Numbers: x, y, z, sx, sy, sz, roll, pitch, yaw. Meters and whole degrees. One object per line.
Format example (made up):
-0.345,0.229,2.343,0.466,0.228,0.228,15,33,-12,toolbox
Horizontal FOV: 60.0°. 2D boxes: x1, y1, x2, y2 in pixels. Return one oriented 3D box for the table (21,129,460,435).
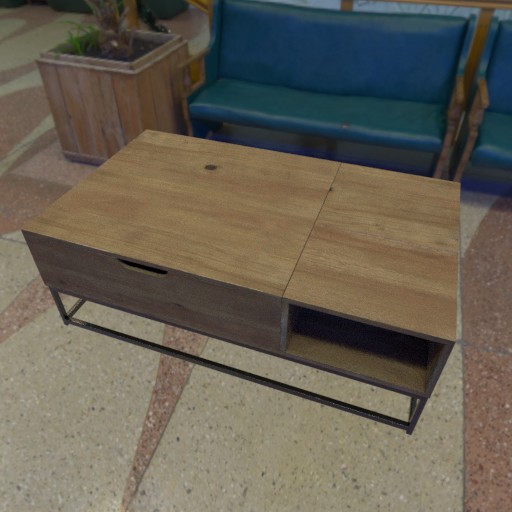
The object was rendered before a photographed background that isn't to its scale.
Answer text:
0.000,0.000,1.401,1.101,0.395,0.655,13,42,15,table
